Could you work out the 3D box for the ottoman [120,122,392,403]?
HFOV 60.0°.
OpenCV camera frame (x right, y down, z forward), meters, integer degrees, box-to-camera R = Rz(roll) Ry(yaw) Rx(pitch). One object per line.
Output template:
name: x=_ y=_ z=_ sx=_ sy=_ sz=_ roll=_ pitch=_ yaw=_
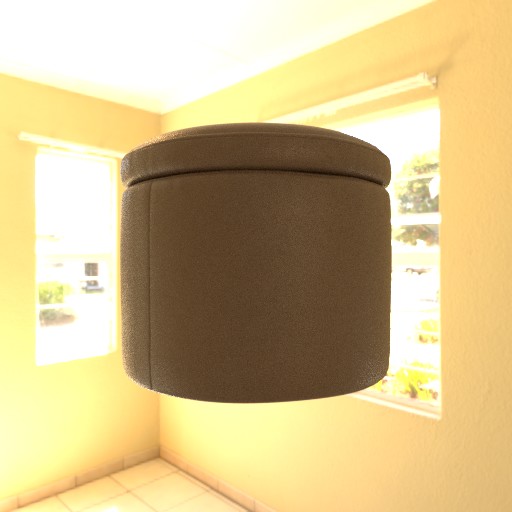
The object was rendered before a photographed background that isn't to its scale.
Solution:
ottoman: x=0.000 y=0.000 z=0.852 sx=0.500 sy=0.409 sz=0.500 roll=0 pitch=0 yaw=0
